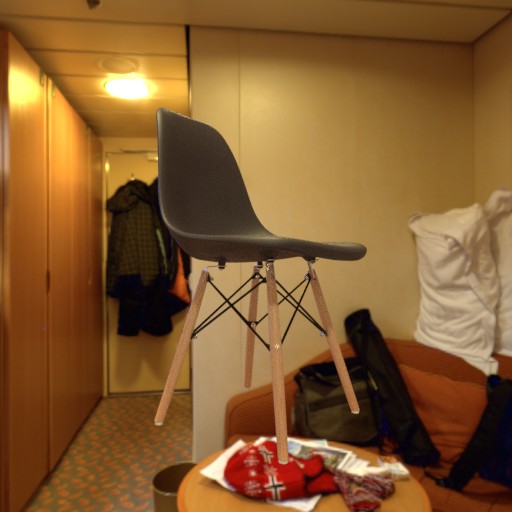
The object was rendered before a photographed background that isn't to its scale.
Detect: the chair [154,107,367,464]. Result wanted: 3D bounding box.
[{"bbox_3d":[0.000,0.000,1.141,0.533,0.825,0.470,0,-1,36],"label":"chair"}]
